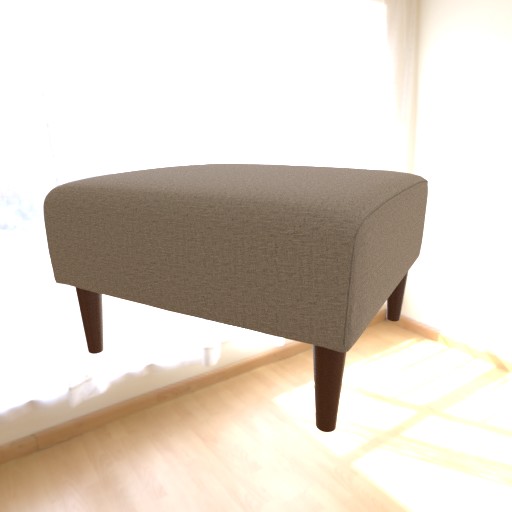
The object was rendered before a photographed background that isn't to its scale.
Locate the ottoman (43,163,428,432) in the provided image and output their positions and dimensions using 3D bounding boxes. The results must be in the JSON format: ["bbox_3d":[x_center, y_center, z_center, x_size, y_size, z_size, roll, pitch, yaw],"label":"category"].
[{"bbox_3d":[0.000,0.000,1.037,0.655,0.399,0.648,9,18,28],"label":"ottoman"}]
